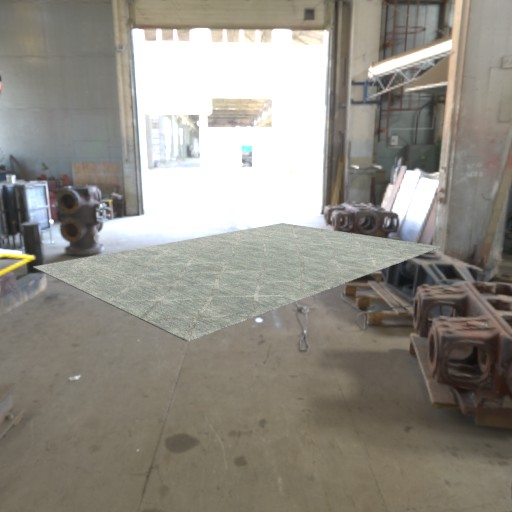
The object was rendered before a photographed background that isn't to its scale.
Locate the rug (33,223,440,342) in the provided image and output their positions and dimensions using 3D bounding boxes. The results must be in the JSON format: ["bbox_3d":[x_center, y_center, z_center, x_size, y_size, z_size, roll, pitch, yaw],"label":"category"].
[{"bbox_3d":[0.000,0.000,2.944,1.521,0.006,2.283,13,19,43],"label":"rug"}]
